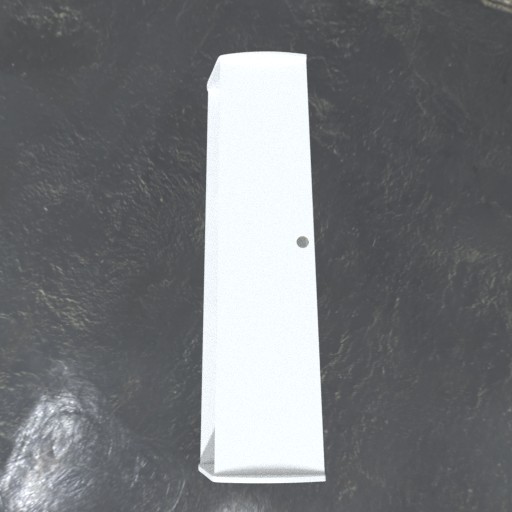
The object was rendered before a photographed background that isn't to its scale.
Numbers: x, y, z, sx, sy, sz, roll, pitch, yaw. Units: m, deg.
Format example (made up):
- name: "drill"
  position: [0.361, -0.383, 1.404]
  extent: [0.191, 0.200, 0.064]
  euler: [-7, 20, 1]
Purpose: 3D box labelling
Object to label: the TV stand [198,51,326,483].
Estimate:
- name: "TV stand"
  position: [0.000, 0.000, 1.675]
  extent: [0.397, 0.424, 1.473]
  euler: [-1, 75, 0]
